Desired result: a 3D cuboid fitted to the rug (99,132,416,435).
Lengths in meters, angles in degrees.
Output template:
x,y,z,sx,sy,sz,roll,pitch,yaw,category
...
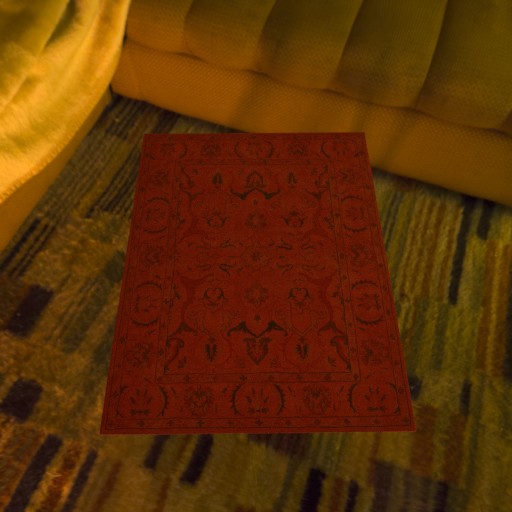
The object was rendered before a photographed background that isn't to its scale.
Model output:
x,y,z,sx,sy,sz,roll,pitch,yaw,category
0.000,0.000,3.914,2.300,0.012,2.929,-1,61,0,rug
